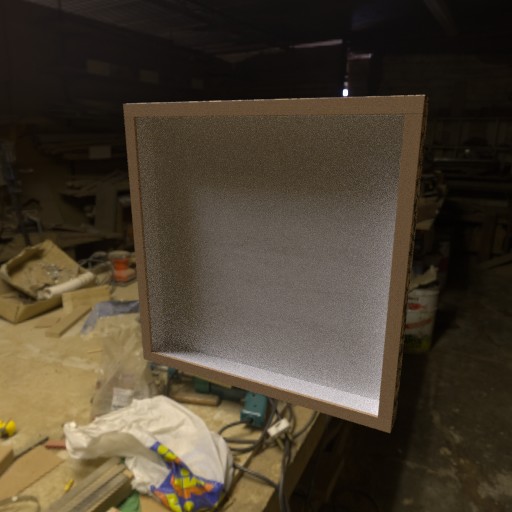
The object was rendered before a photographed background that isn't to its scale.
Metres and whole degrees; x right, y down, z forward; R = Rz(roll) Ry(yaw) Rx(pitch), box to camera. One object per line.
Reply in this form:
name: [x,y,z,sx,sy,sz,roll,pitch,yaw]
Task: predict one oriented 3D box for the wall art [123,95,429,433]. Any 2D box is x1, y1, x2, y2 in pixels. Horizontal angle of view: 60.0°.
wall art: [0.000,0.000,0.612,0.405,0.405,0.038,8,18,26]
